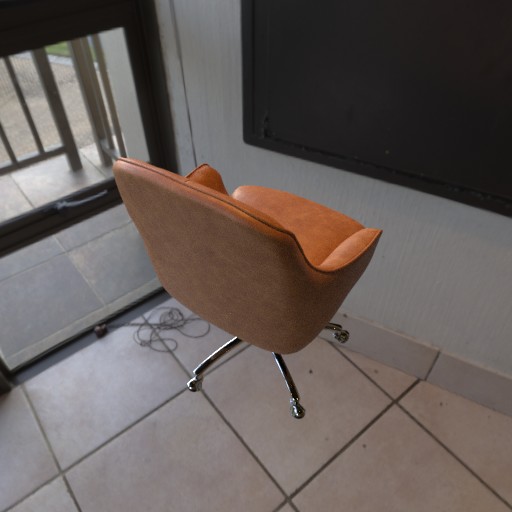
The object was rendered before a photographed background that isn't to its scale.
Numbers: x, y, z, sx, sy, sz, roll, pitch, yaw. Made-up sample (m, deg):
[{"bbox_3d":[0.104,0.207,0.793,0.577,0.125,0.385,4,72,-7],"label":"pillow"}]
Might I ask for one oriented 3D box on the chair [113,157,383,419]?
[{"bbox_3d":[0.000,0.000,1.336,0.628,0.909,0.615,25,50,22],"label":"chair"}]
